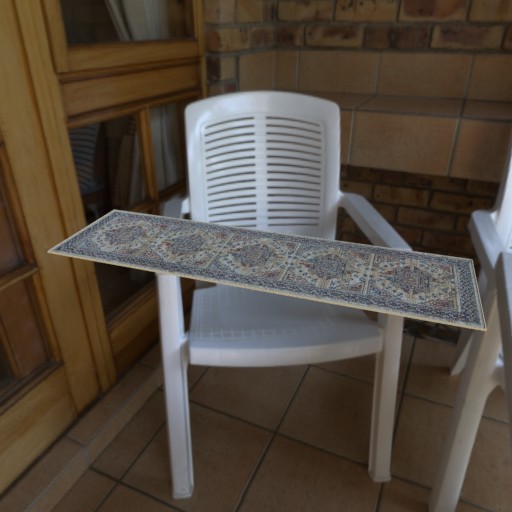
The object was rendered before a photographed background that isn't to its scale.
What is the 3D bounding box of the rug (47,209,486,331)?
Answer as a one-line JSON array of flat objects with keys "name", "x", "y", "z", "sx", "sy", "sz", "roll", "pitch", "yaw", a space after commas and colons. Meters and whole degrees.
[{"name": "rug", "x": 0.000, "y": 0.000, "z": 2.492, "sx": 2.297, "sy": 0.013, "sz": 0.661, "roll": 9, "pitch": 29, "yaw": 16}]
